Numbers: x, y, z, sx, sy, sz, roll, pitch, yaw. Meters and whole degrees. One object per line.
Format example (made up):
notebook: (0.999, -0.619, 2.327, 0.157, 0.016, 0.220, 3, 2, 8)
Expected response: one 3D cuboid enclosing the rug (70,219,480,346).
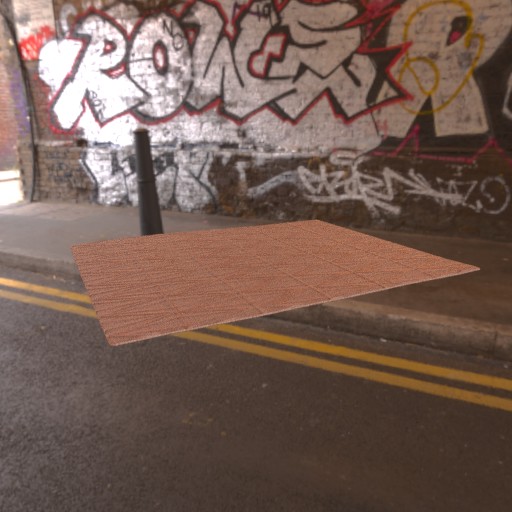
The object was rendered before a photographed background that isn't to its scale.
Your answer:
rug: (0.000, 0.000, 4.153, 3.052, 0.043, 2.453, -8, 18, -26)
